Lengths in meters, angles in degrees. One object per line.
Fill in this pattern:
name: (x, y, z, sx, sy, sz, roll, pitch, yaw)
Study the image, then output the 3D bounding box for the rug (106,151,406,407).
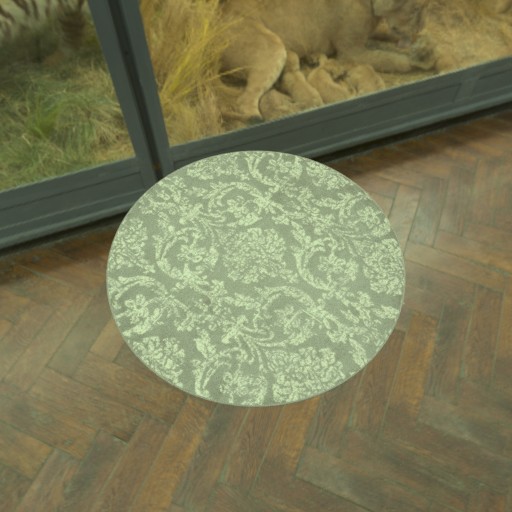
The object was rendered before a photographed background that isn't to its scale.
rug: (0.000, 0.000, 2.395, 1.593, 0.012, 1.593, 0, 57, 0)
